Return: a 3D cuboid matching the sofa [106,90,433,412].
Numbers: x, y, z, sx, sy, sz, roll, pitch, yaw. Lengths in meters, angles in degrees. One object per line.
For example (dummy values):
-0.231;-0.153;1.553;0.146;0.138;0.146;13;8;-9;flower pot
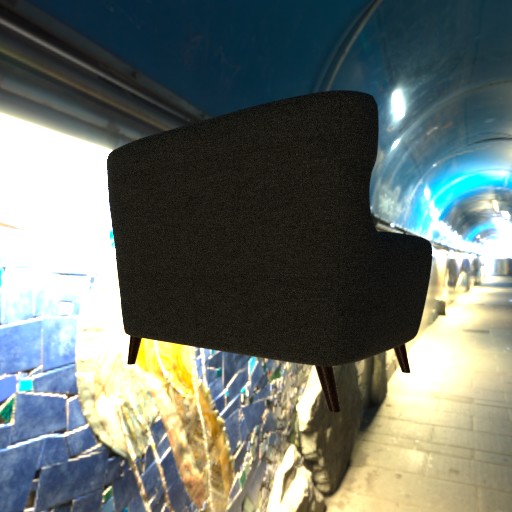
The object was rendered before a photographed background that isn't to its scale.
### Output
0.000;0.000;2.009;1.358;1.028;0.874;-1;-2;38;sofa
